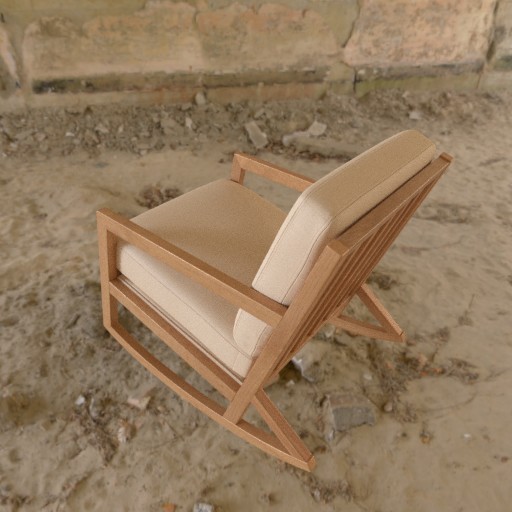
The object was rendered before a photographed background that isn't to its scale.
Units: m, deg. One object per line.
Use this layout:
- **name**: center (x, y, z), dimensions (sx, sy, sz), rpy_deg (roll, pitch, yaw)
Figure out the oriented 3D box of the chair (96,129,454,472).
- **chair**: center (0.000, 0.000, 1.366), dimensions (0.857, 0.790, 0.622), rpy_deg (23, 39, 31)
